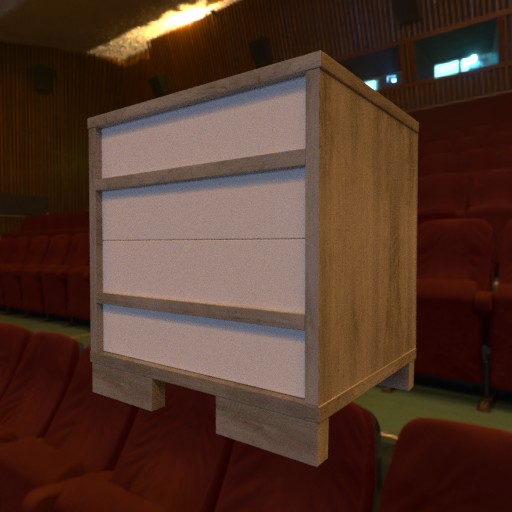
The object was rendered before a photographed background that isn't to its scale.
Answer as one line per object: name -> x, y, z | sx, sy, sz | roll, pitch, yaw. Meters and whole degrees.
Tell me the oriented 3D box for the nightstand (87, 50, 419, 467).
nightstand -> 0.000, 0.000, 0.739 | 0.427, 0.448, 0.347 | 1, 2, 36
